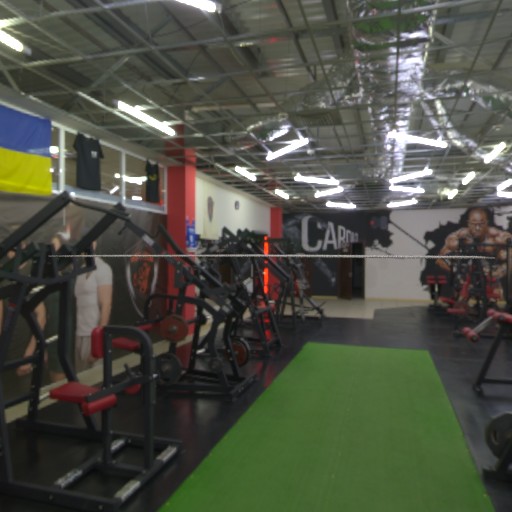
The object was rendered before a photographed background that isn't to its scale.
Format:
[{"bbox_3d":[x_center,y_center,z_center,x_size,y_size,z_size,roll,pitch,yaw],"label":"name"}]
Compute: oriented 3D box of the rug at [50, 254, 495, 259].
[{"bbox_3d":[0.000,0.000,2.544,2.335,0.013,0.697,0,1,19],"label":"rug"}]
